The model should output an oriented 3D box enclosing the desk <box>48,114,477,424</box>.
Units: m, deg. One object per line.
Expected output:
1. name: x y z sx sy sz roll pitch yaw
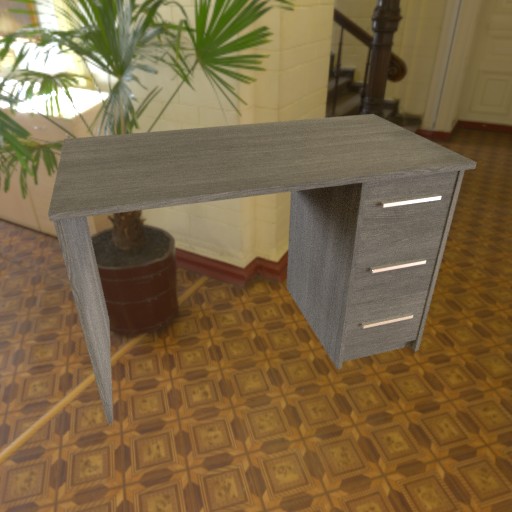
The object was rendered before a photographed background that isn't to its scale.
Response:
1. desk: 0.000 0.000 1.500 1.097 0.735 0.560 -9 33 -14
